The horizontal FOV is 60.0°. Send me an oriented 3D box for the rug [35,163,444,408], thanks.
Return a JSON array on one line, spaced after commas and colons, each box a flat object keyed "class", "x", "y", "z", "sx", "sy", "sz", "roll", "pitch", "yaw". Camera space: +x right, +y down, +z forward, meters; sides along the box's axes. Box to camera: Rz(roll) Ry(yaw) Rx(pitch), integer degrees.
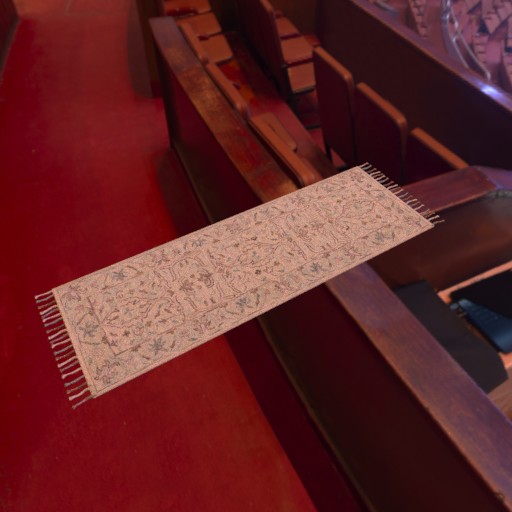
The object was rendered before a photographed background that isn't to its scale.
[{"class": "rug", "x": 0.000, "y": 0.000, "z": 2.689, "sx": 2.440, "sy": 0.013, "sz": 0.769, "roll": -24, "pitch": 52, "yaw": -21}]
